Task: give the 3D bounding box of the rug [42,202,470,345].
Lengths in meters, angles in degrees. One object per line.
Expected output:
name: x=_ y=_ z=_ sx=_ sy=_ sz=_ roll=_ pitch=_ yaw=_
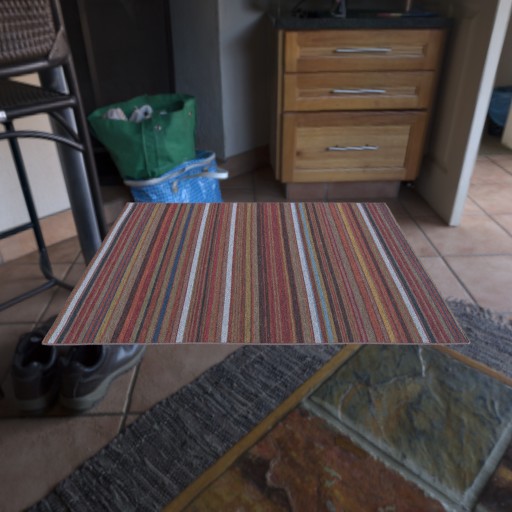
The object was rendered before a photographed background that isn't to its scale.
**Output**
rug: x=0.000 y=0.000 z=4.229 sx=3.092 sy=0.023 sz=2.479 roll=0 pitch=31 yaw=0
